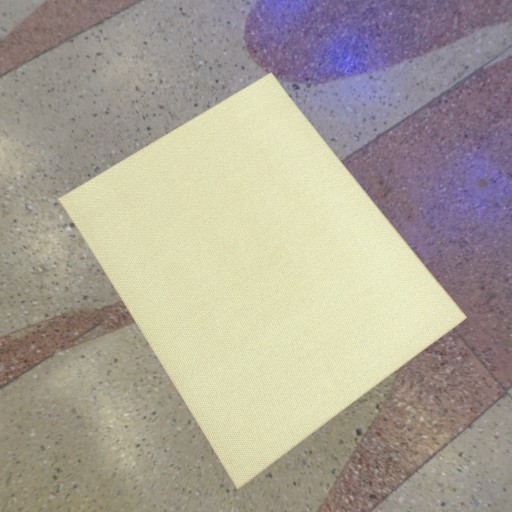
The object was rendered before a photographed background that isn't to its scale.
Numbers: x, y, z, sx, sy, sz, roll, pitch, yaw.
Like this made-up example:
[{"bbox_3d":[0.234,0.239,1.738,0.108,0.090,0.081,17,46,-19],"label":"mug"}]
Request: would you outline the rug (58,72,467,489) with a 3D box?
[{"bbox_3d":[0.000,0.000,4.053,2.462,0.018,3.039,-34,78,-8],"label":"rug"}]
